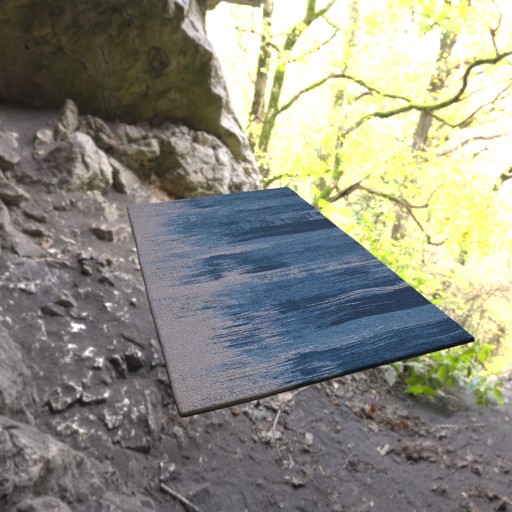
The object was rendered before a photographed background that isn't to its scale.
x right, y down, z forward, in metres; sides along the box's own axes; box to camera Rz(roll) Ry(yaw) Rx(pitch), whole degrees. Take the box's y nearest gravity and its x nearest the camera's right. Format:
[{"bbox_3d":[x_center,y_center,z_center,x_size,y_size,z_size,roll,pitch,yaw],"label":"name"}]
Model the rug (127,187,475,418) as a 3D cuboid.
[{"bbox_3d":[0.000,0.000,3.044,1.540,0.027,2.450,-9,30,-17],"label":"rug"}]
